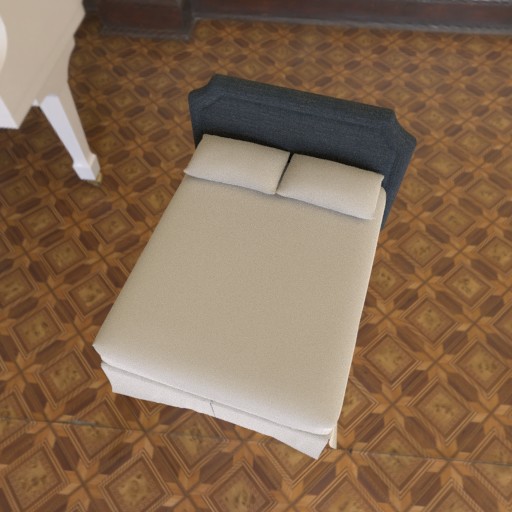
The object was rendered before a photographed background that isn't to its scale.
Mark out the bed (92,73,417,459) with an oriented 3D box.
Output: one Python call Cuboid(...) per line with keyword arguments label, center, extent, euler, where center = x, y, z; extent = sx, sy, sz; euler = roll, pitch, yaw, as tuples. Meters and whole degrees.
Cuboid(label="bed", center=(0.000, 0.000, 3.240), extent=(1.828, 1.297, 2.208), euler=(15, 59, 10))
